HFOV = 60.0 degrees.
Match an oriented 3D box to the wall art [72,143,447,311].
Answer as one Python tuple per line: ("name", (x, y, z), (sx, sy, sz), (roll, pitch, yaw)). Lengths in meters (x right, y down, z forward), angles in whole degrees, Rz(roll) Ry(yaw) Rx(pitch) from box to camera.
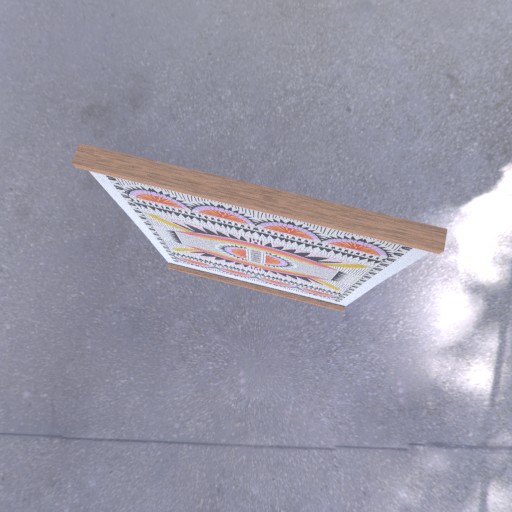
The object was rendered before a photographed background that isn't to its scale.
("wall art", (0.000, 0.000, 0.822), (0.456, 0.609, 0.028), (14, 77, 3))
